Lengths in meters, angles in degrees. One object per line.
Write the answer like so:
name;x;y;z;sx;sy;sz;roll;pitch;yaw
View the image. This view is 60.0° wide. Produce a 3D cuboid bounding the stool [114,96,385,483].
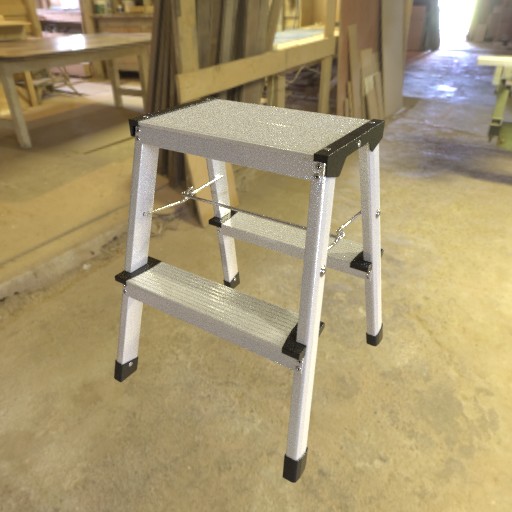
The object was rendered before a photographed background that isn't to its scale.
stool;0.000;0.000;0.791;0.404;0.480;0.405;18;35;28
